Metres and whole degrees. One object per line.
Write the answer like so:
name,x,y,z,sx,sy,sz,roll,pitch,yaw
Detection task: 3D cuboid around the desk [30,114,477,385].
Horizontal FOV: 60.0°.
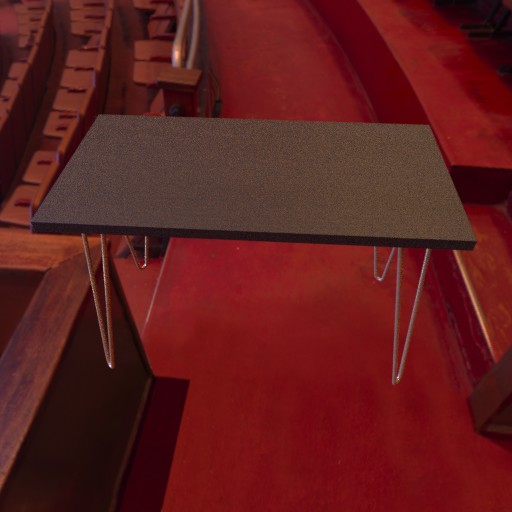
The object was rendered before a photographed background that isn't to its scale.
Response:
desk,0.000,0.000,1.389,0.991,0.660,0.499,3,45,3
